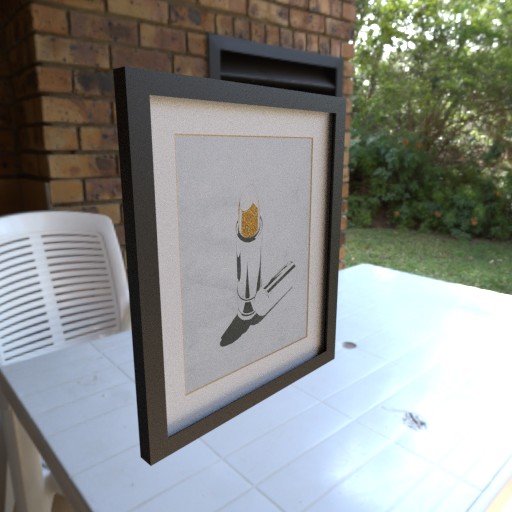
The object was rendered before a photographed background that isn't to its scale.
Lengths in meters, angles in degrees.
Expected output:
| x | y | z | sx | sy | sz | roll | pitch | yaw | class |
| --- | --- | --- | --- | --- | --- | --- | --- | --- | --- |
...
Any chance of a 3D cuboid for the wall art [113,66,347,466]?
| x | y | z | sx | sy | sz | roll | pitch | yaw | class |
| --- | --- | --- | --- | --- | --- | --- | --- | --- | --- |
| 0.000 | 0.000 | 0.530 | 0.019 | 0.381 | 0.330 | 13 | 19 | 42 | wall art |
